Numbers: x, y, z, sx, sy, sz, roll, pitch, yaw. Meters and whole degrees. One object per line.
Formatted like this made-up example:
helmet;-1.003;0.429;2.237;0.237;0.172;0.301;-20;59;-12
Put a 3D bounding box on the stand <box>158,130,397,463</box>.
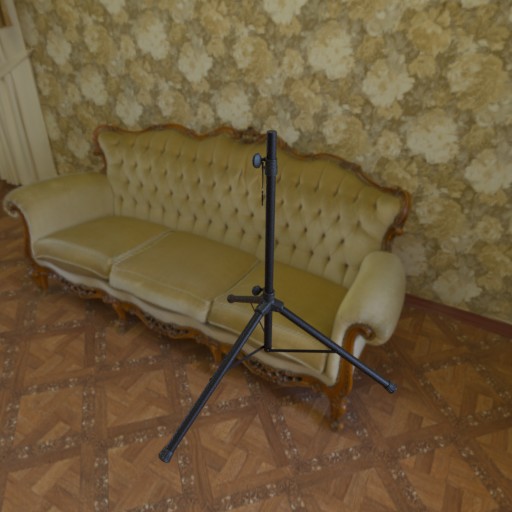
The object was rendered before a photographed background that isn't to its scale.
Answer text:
stand;0.000;0.000;1.857;1.045;1.136;0.907;-10;34;-15
